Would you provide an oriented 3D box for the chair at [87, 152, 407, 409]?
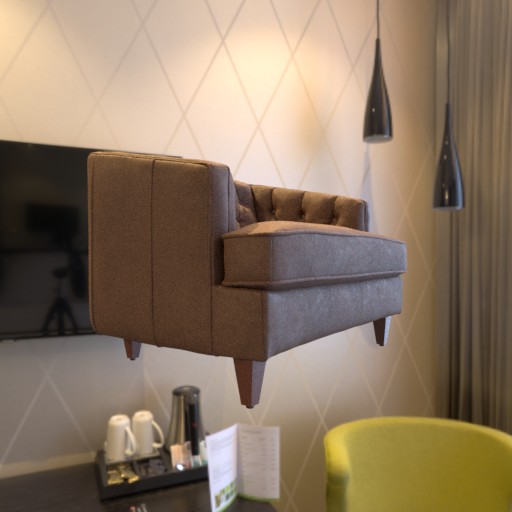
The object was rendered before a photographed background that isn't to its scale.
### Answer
[{"bbox_3d":[0.000,0.000,1.742,0.914,0.787,1.118,0,0,36],"label":"chair"}]
